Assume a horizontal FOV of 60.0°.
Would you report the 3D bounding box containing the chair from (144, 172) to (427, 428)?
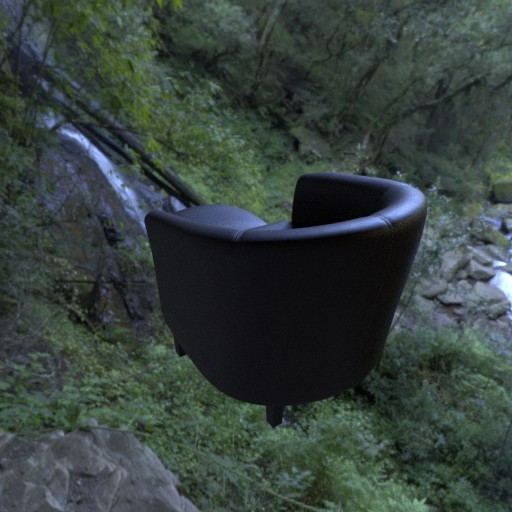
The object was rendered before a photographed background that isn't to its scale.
[{"bbox_3d":[0.000,0.000,1.633,0.737,0.755,1.176,-18,35,-28],"label":"chair"}]
